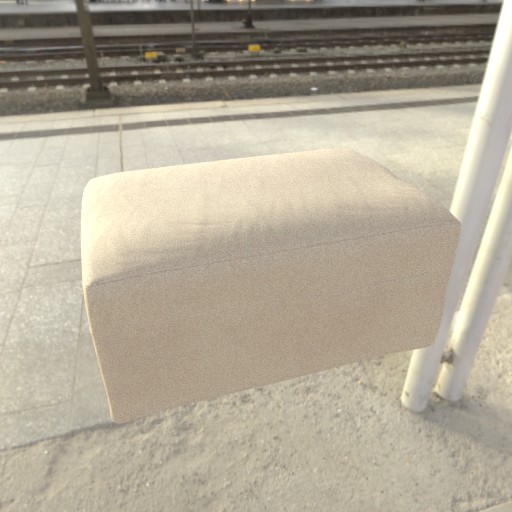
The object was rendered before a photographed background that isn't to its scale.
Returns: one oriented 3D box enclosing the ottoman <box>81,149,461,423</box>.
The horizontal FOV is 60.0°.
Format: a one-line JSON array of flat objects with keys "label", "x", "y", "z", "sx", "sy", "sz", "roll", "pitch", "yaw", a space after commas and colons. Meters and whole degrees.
[{"label": "ottoman", "x": 0.000, "y": 0.000, "z": 1.222, "sx": 0.872, "sy": 0.444, "sz": 0.590, "roll": -10, "pitch": 33, "yaw": -15}]
